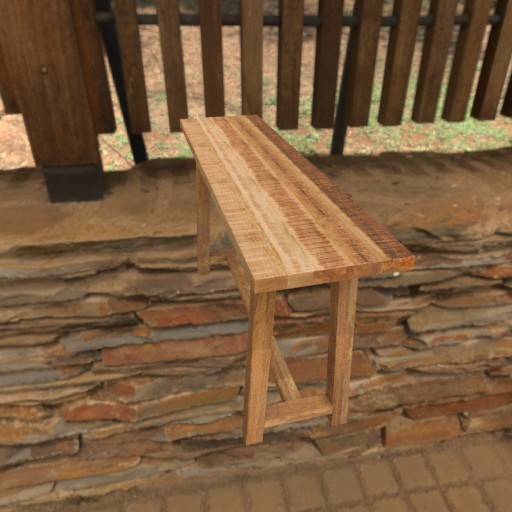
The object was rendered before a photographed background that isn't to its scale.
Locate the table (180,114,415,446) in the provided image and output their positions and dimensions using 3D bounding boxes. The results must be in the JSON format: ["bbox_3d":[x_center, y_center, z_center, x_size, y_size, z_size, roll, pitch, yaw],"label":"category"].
[{"bbox_3d":[0.000,0.000,1.876,0.405,0.810,1.524,-8,31,-13],"label":"table"}]
